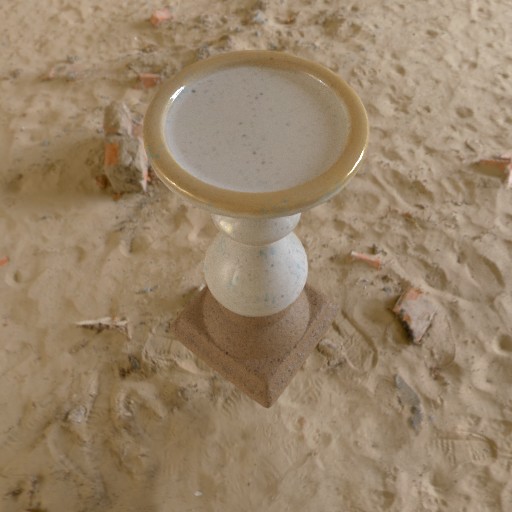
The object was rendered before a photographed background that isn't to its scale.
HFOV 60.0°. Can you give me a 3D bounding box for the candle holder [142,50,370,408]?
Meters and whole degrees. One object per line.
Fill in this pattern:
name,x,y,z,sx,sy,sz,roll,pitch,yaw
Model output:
candle holder,0.000,0.000,0.299,0.110,0.239,0.110,33,64,18
